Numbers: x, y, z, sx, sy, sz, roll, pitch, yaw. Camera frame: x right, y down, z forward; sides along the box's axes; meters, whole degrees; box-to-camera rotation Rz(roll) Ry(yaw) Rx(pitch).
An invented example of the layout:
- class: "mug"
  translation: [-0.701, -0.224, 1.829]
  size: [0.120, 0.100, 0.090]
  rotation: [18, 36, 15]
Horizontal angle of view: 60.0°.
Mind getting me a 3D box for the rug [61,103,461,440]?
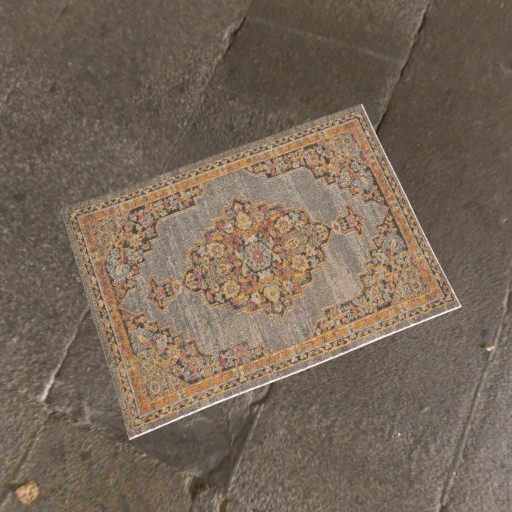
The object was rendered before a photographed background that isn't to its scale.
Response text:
- class: "rug"
  translation: [0.000, 0.000, 4.006]
  size: [3.063, 0.024, 2.158]
  rotation: [-20, 77, -5]
